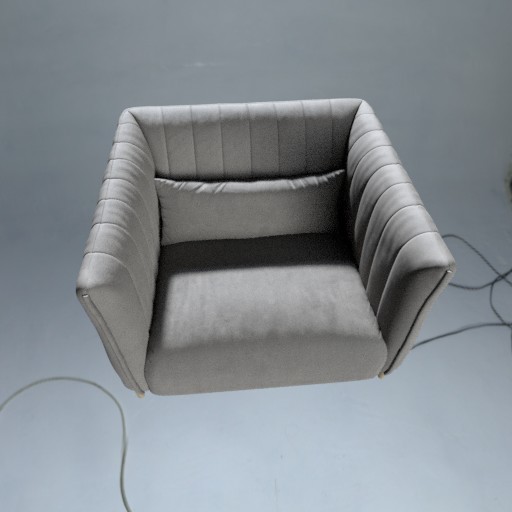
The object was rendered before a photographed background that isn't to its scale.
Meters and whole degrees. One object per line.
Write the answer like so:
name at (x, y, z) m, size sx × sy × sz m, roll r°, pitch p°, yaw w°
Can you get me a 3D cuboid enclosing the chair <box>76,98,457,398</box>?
chair at (0.000, 0.000, 1.603) m, size 0.981 × 0.779 × 0.873 m, roll -4°, pitch 47°, yaw -3°
